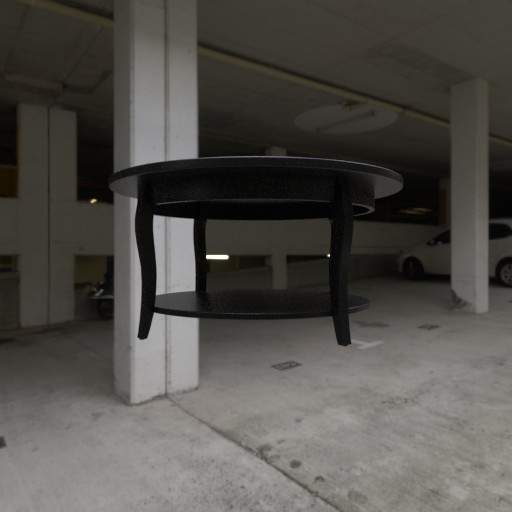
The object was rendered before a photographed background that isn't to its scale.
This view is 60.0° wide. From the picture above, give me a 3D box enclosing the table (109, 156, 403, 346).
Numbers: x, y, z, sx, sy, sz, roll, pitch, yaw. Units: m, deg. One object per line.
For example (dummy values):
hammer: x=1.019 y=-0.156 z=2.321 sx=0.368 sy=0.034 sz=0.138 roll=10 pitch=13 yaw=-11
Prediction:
table: x=0.000 y=0.000 z=1.453 sx=0.914 sy=0.457 sz=0.914 roll=0 pitch=1 yaw=0
